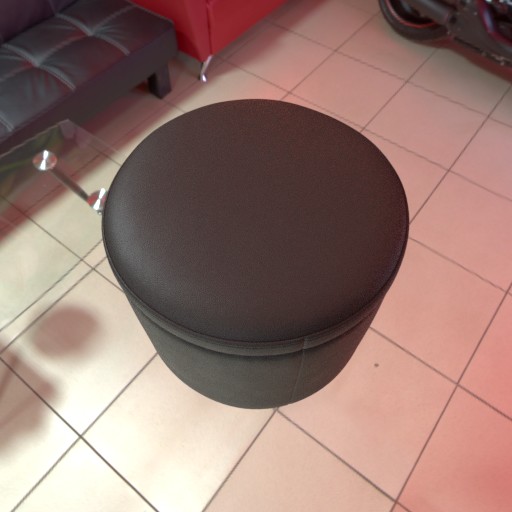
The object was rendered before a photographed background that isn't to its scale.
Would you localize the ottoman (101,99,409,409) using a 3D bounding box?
[{"bbox_3d":[0.000,0.000,0.865,0.500,0.409,0.500,0,58,0],"label":"ottoman"}]
